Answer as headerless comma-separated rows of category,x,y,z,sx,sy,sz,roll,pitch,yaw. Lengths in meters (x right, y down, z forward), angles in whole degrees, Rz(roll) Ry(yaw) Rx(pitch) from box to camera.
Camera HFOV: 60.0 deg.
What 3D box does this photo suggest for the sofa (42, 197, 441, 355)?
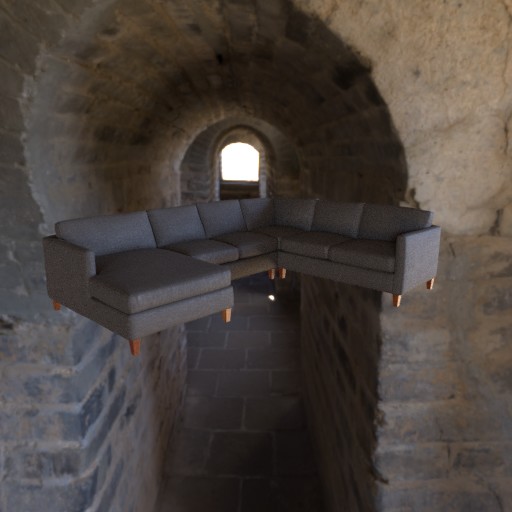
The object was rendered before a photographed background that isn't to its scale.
sofa,0.000,0.000,4.727,2.594,0.961,3.460,12,18,42
